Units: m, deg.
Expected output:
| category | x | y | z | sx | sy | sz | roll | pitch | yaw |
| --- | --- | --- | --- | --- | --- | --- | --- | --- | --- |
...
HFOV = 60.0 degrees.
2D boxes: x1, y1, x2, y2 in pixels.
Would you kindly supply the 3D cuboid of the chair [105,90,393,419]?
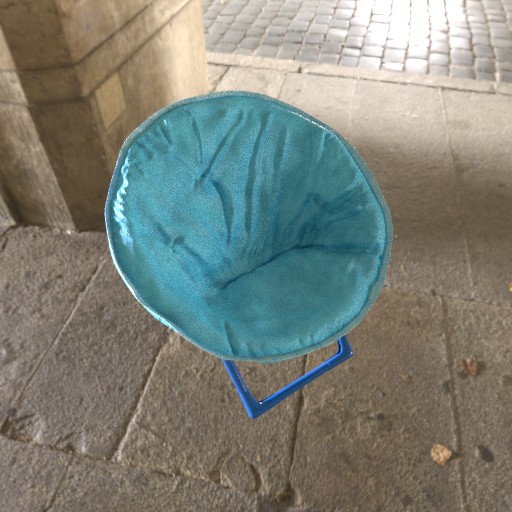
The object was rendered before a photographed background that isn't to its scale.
| category | x | y | z | sx | sy | sz | roll | pitch | yaw |
| --- | --- | --- | --- | --- | --- | --- | --- | --- | --- |
| chair | 0.000 | 0.000 | 0.885 | 0.520 | 0.478 | 0.465 | -26 | 52 | -22 |
